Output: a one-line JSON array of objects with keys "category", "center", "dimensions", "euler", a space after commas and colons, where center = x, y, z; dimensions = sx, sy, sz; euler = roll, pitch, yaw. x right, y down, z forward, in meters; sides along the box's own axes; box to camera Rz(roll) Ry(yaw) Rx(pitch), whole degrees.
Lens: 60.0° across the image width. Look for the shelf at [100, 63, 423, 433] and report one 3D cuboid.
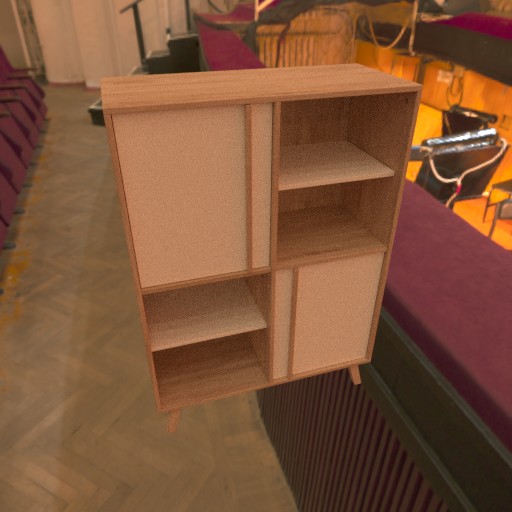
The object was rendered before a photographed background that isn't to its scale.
[{"category": "shelf", "center": [0.000, 0.000, 1.862], "dimensions": [1.000, 1.390, 0.450], "euler": [-9, 33, -15]}]
